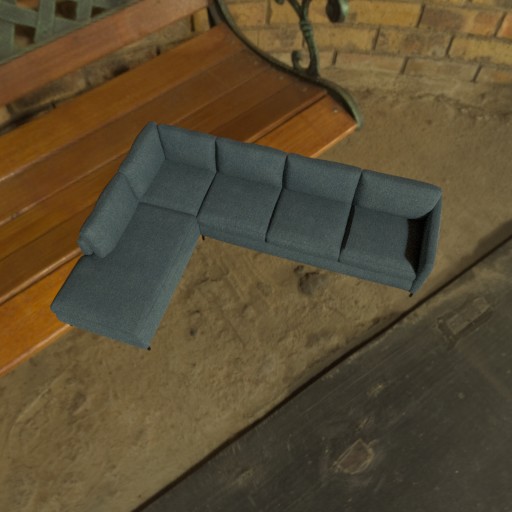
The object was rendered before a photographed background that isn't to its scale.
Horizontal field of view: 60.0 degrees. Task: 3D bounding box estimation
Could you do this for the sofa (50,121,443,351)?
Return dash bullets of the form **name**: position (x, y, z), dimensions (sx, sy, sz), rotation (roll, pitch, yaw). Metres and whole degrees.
- **sofa**: position (0.000, 0.000, 3.869), dimensions (2.949, 0.815, 2.007), rotation (15, 60, 9)
